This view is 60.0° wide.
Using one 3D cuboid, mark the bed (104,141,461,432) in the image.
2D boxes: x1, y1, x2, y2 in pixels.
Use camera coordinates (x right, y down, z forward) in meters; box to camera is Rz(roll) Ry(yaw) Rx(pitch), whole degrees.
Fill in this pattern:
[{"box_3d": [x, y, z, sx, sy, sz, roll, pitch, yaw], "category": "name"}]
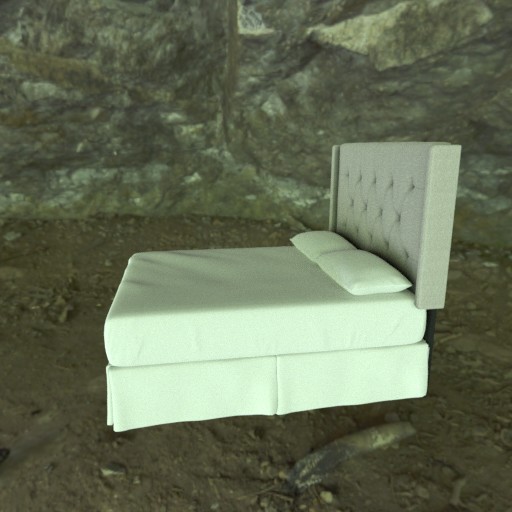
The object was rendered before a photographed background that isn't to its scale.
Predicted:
[{"box_3d": [0.000, 0.000, 3.340, 2.066, 1.665, 1.719, -2, 14, -9], "category": "bed"}]
